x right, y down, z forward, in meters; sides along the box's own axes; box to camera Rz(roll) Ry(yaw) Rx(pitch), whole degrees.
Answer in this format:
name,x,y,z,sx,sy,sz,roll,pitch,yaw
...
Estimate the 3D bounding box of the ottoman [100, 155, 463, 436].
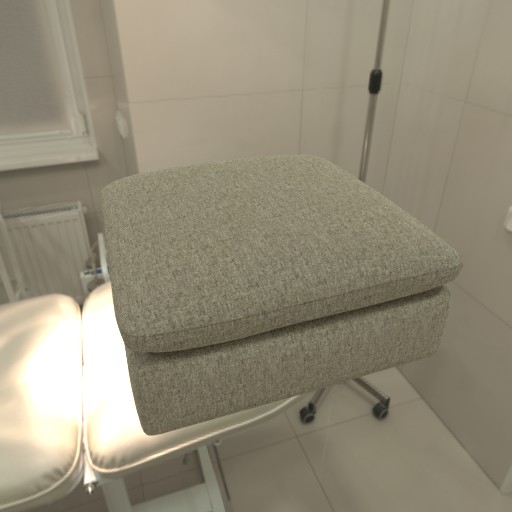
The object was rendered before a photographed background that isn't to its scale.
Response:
name,x,y,z,sx,sy,sz,roll,pitch,yaw
ottoman,0.000,0.000,1.668,1.039,0.526,1.035,-10,33,-17
